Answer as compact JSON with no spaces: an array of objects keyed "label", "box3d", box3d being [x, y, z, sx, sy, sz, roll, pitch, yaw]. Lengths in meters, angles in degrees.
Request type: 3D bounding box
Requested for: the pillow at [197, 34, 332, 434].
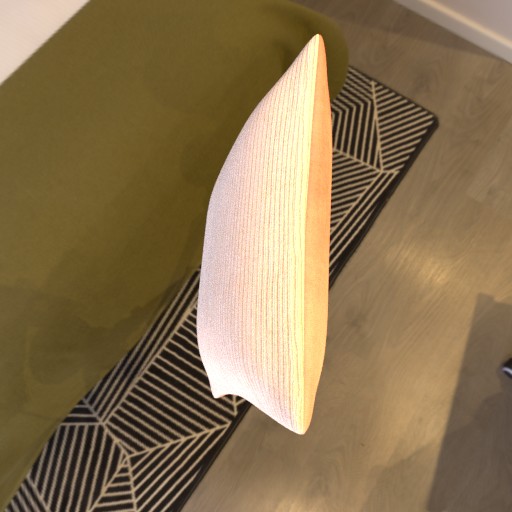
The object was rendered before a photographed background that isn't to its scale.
[{"label":"pillow","box3d":[0.000,0.000,0.637,0.177,0.401,0.424,4,75,1]}]
